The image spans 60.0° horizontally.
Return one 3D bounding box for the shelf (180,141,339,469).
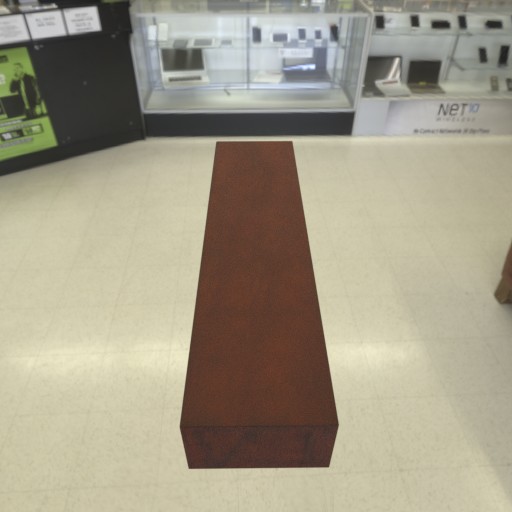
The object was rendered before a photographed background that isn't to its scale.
[{"bbox_3d":[0.000,0.000,0.682,0.152,0.088,0.607,0,40,0],"label":"shelf"}]
